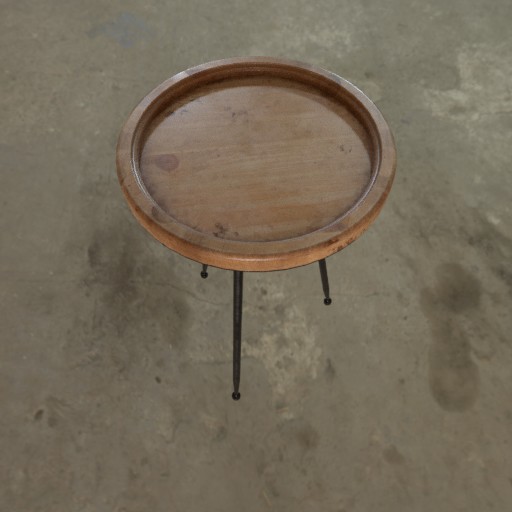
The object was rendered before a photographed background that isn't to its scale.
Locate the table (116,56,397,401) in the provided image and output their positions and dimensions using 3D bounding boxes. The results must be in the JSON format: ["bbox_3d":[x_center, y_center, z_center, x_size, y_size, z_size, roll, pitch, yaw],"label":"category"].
[{"bbox_3d":[0.000,0.000,0.934,0.414,0.664,0.418,-29,63,-17],"label":"table"}]
